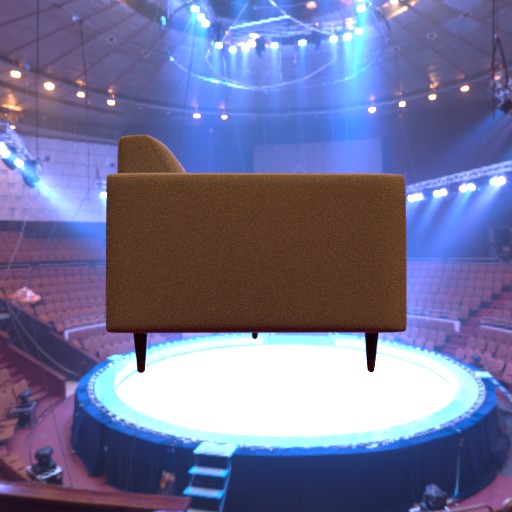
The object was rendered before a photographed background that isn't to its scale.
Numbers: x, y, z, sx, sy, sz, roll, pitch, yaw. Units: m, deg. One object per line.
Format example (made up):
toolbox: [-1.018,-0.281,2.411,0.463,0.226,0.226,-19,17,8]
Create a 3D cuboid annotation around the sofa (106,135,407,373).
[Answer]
sofa: [0.000,0.000,2.146,0.950,0.801,1.585,0,-1,-1]
